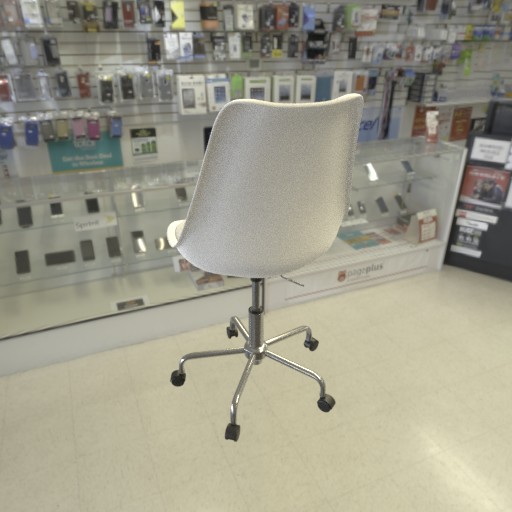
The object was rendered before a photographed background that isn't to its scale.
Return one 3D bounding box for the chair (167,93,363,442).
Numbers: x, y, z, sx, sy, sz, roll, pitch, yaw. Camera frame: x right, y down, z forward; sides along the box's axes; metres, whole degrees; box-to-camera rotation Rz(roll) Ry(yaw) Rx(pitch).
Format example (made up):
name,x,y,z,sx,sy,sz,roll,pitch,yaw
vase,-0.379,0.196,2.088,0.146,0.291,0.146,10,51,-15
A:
name,x,y,z,sx,sy,sz,roll,pitch,yaw
chair,0.000,0.000,1.281,0.550,0.930,0.550,-10,28,-18
